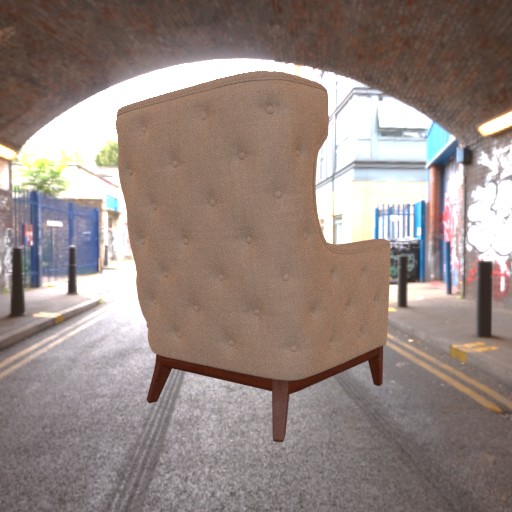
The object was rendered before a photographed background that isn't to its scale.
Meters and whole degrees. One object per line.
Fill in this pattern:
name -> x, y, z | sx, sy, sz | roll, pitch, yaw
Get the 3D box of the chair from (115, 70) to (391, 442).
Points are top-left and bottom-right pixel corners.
chair -> 0.000, 0.000, 1.686 | 0.778, 1.079, 0.899 | 1, 2, 35
